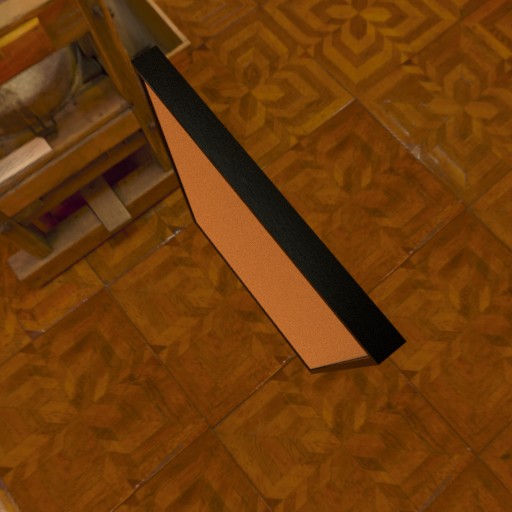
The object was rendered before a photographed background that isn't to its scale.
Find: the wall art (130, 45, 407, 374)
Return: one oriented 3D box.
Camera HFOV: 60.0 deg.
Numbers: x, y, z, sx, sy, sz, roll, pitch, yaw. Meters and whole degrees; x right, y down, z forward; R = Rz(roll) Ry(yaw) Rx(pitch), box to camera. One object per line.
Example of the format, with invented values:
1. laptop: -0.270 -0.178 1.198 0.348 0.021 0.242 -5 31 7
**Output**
1. wall art: 0.000 0.000 0.757 0.039 0.553 0.451 -36 77 -10
